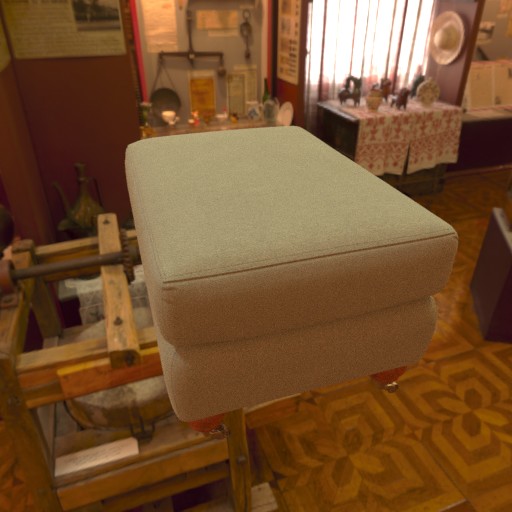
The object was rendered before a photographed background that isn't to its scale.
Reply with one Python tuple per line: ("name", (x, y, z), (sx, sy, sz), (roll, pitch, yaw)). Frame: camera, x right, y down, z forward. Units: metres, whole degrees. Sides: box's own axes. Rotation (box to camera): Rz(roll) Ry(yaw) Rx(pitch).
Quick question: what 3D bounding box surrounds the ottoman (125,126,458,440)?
("ottoman", (0.000, 0.000, 1.135), (0.569, 0.499, 0.773), (-9, 32, -15))
